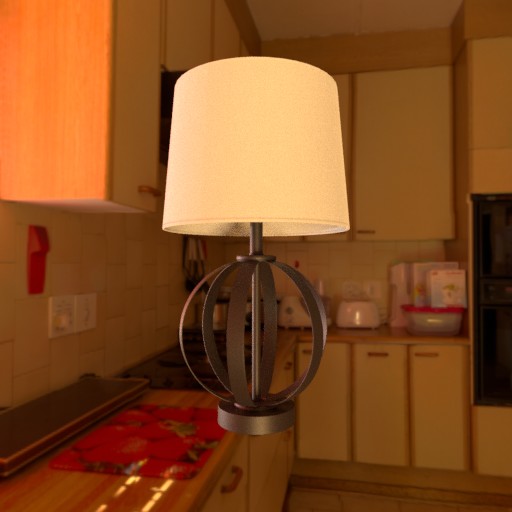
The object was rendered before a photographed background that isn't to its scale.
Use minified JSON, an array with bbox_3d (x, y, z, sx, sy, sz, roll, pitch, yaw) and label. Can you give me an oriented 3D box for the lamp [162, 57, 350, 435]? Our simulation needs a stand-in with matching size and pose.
[{"bbox_3d":[0.000,0.000,0.693,0.286,0.510,0.286,0,-1,0],"label":"lamp"}]
